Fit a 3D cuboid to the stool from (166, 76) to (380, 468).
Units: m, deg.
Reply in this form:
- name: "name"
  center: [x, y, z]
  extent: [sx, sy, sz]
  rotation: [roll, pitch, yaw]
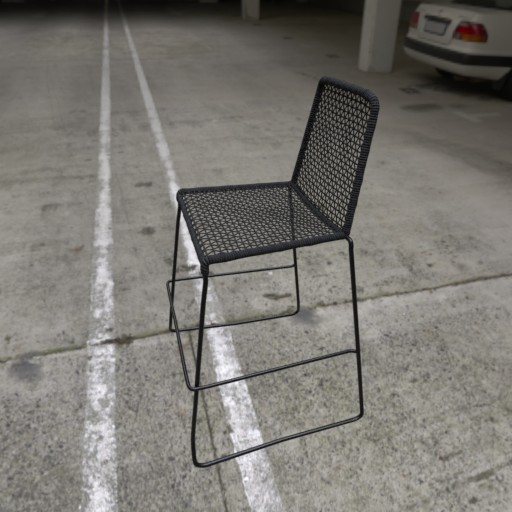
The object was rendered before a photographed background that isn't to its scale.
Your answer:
- name: "stool"
  center: [0.000, 0.000, 1.249]
  extent: [0.509, 0.905, 0.590]
  rotation: [-8, 31, -14]
